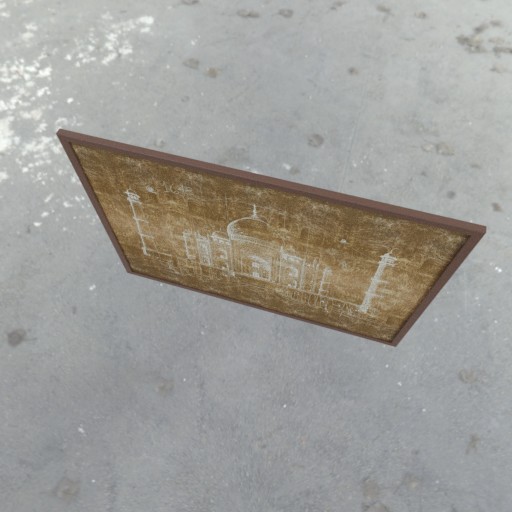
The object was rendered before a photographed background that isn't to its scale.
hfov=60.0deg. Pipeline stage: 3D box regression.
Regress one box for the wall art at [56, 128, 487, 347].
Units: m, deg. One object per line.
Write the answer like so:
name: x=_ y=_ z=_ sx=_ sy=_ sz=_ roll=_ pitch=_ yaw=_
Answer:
wall art: x=0.000 y=0.000 z=0.852 sx=0.660 sy=0.455 sz=0.014 roll=14 pitch=60 yaw=9
